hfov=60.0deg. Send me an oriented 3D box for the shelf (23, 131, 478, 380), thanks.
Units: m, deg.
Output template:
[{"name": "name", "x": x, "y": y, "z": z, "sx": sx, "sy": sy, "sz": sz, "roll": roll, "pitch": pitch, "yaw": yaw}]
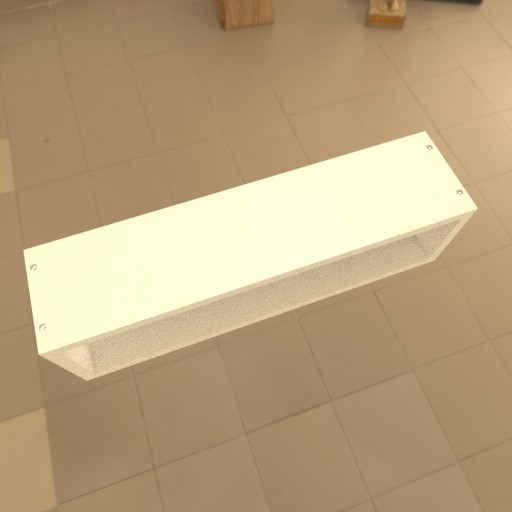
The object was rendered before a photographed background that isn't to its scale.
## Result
[{"name": "shelf", "x": 0.000, "y": 0.000, "z": 0.685, "sx": 0.610, "sy": 0.170, "sz": 0.150, "roll": -18, "pitch": 65, "yaw": -9}]
